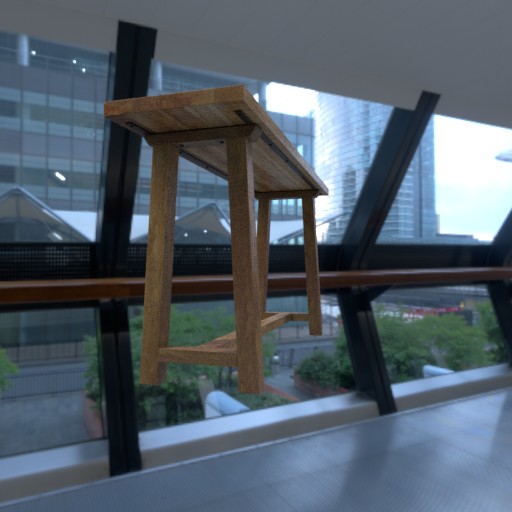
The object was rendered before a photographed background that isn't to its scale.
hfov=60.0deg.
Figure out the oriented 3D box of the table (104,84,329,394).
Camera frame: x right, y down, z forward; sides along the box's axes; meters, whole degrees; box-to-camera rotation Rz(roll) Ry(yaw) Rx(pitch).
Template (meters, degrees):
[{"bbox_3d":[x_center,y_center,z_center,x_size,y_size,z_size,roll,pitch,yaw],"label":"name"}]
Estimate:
[{"bbox_3d":[0.000,0.000,1.874,0.405,0.810,1.524,0,-2,17],"label":"table"}]
